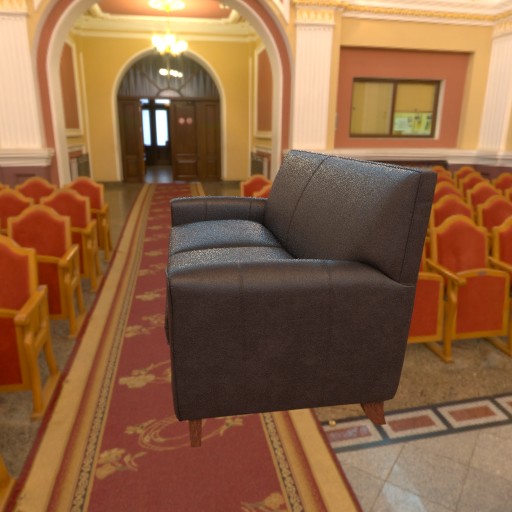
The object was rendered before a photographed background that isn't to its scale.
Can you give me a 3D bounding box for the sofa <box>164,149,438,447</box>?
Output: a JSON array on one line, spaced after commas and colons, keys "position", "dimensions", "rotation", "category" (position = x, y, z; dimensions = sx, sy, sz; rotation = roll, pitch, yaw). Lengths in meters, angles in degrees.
[{"position": [0.000, 0.000, 1.984], "dimensions": [0.787, 0.871, 1.473], "rotation": [-3, 16, -10], "category": "sofa"}]
